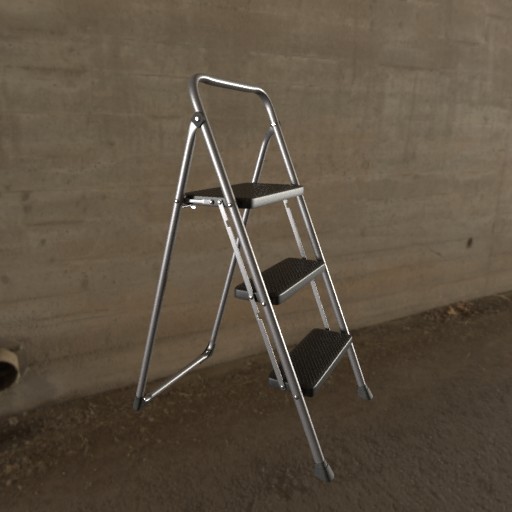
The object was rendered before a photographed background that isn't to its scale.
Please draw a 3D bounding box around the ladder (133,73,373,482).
[{"bbox_3d":[0.000,0.000,1.260,0.629,0.945,0.430,8,16,27],"label":"ladder"}]
